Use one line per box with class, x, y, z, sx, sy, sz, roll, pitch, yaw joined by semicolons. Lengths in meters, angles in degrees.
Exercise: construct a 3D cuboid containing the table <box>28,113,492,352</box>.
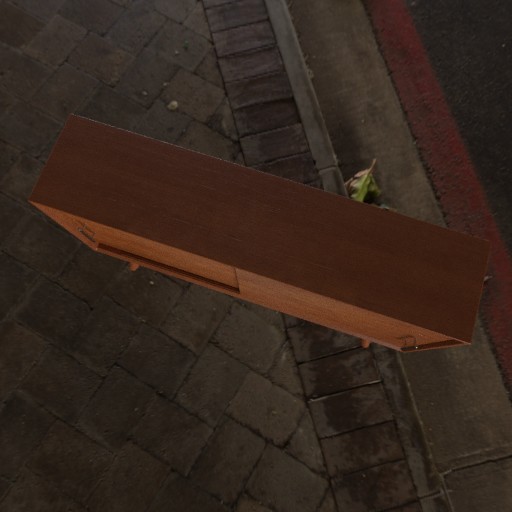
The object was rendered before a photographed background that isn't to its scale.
table;0.000;0.000;1.523;1.220;0.698;0.308;18;76;5
